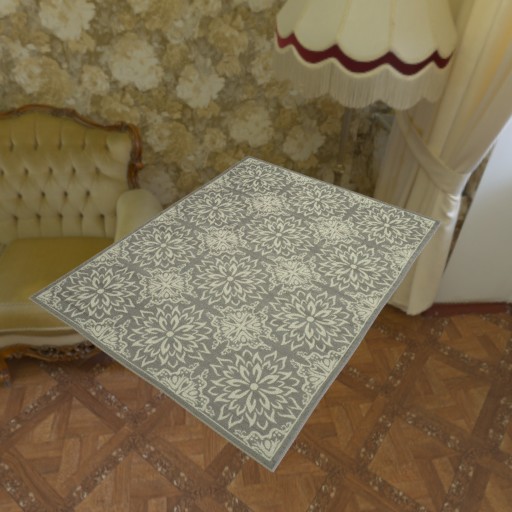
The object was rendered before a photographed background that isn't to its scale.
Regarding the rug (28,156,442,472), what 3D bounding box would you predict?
[{"bbox_3d":[0.000,0.000,3.952,2.363,0.012,2.980,25,46,26],"label":"rug"}]
